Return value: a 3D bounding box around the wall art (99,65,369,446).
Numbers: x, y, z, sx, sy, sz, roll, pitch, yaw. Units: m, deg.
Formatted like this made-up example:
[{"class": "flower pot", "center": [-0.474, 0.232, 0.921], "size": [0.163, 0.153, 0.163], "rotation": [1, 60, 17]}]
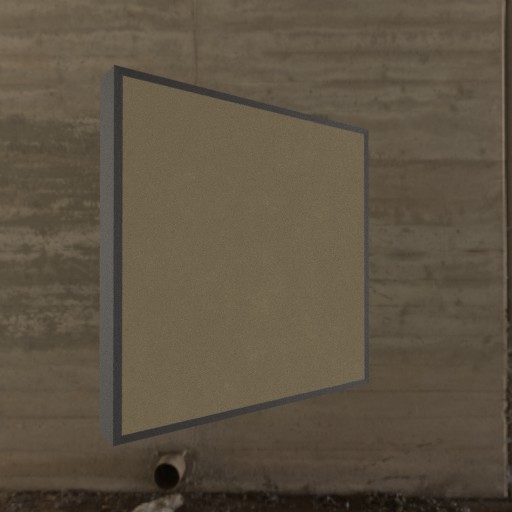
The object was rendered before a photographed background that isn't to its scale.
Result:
[{"class": "wall art", "center": [0.000, 0.000, 0.451], "size": [0.302, 0.300, 0.036], "rotation": [0, -1, -36]}]
